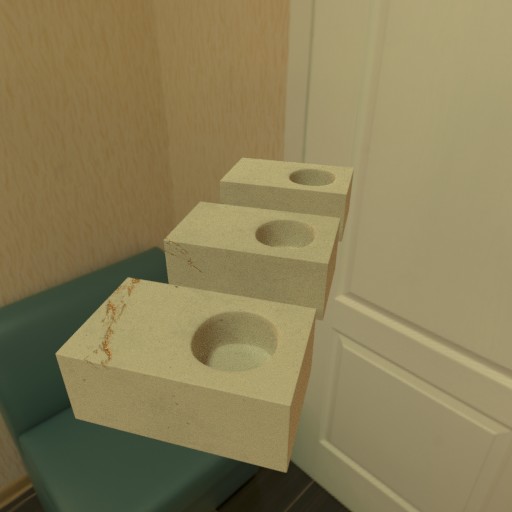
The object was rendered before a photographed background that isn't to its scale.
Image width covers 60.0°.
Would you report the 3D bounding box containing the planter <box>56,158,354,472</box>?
[{"bbox_3d":[0.000,0.000,0.370,0.127,0.051,0.333,8,32,13],"label":"planter"}]
